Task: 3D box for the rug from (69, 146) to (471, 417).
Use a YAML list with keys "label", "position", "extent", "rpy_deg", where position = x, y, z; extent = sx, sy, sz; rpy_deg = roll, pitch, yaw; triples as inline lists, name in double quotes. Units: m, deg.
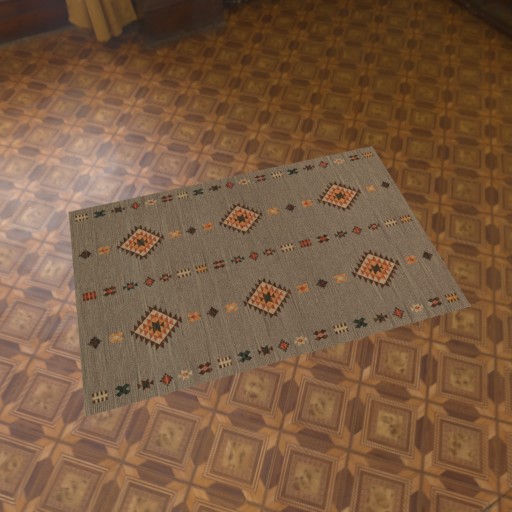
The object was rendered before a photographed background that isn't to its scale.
- label: "rug"
  position: [0.000, 0.000, 3.050]
  extent: [2.427, 0.007, 1.515]
  rpy_deg: [-14, 58, -9]
